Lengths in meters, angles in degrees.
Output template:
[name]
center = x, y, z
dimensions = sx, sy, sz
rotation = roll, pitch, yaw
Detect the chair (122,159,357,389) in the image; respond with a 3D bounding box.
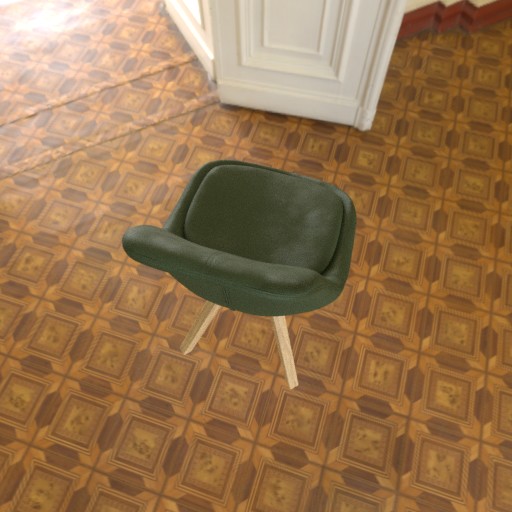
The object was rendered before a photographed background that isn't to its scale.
[chair]
center = 0.000, 0.000, 1.188
dimensions = 0.483, 0.865, 0.547
rotation = 16, 64, 8
